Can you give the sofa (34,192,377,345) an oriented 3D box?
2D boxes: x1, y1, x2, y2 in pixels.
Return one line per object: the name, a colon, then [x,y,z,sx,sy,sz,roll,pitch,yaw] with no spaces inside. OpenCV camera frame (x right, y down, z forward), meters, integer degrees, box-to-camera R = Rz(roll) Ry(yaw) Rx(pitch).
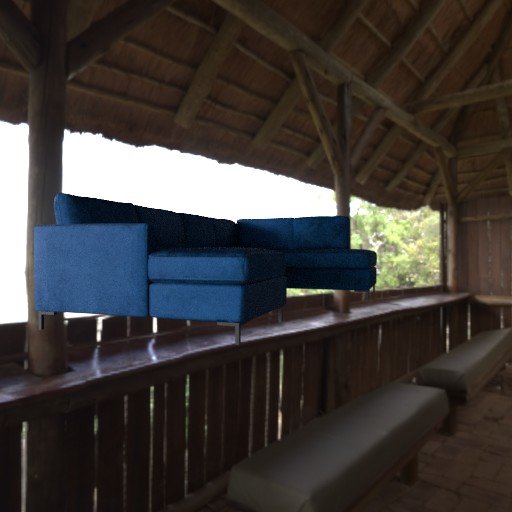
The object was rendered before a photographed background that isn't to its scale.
sofa: [0.000,0.000,4.312,2.055,0.992,3.434,0,1,19]
